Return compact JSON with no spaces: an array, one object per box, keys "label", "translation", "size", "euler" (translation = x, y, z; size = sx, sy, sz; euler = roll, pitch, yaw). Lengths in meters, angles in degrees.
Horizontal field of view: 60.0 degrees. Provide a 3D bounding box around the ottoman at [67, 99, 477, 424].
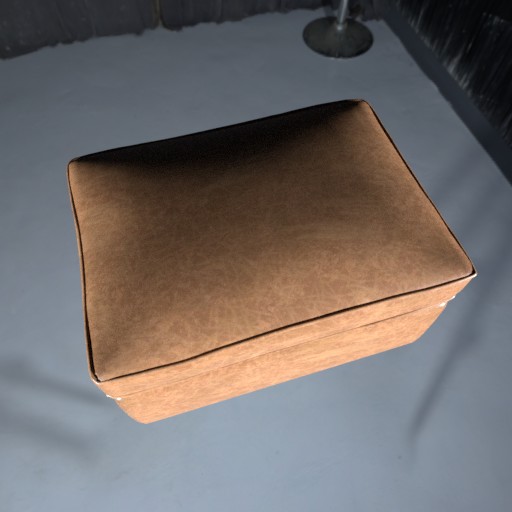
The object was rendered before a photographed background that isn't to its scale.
[{"label":"ottoman","translation":[0.000,0.000,1.082],"size":[0.756,0.468,0.554],"euler":[-14,60,-9]}]
